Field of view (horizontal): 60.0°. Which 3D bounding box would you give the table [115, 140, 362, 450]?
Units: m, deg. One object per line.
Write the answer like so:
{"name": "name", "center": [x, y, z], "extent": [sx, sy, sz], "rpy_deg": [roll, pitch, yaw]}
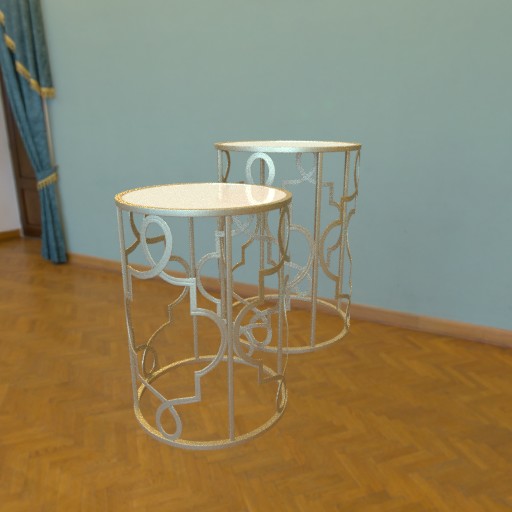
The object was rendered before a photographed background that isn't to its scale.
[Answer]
{"name": "table", "center": [0.000, 0.000, 1.180], "extent": [0.420, 0.564, 0.846], "rpy_deg": [8, 18, 24]}
